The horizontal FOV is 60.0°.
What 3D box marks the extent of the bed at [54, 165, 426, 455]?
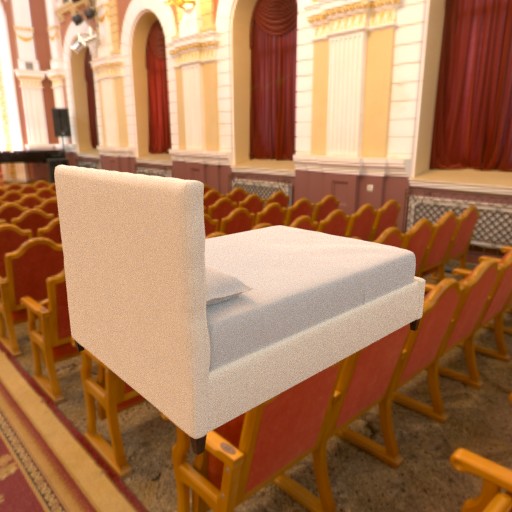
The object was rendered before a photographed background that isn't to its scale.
[{"bbox_3d":[0.000,0.000,3.486,2.387,1.427,1.698,-13,20,-41],"label":"bed"}]
